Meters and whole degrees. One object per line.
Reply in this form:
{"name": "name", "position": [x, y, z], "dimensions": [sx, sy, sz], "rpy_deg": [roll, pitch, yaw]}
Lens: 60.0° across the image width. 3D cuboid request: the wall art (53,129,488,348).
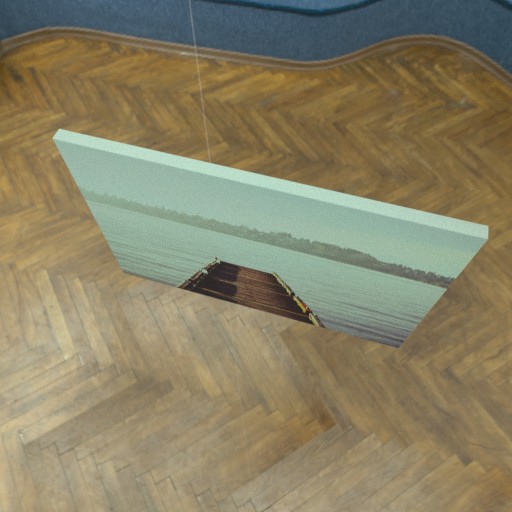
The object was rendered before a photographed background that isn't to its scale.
{"name": "wall art", "position": [0.000, 0.000, 1.461], "dimensions": [1.149, 0.765, 0.040], "rpy_deg": [14, 60, 8]}
